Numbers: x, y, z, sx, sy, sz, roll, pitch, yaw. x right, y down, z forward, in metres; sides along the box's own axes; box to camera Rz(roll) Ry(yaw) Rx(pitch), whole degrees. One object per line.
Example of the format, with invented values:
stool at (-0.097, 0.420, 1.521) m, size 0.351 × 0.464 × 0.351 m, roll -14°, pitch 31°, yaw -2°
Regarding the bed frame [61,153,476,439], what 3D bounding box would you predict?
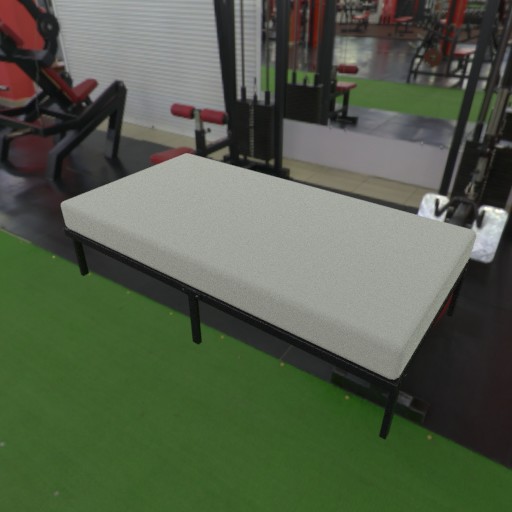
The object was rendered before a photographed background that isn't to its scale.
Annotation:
bed frame at (0.000, 0.000, 3.261) m, size 2.635 × 0.680 × 1.393 m, roll 21°, pitch 38°, yaw 30°
